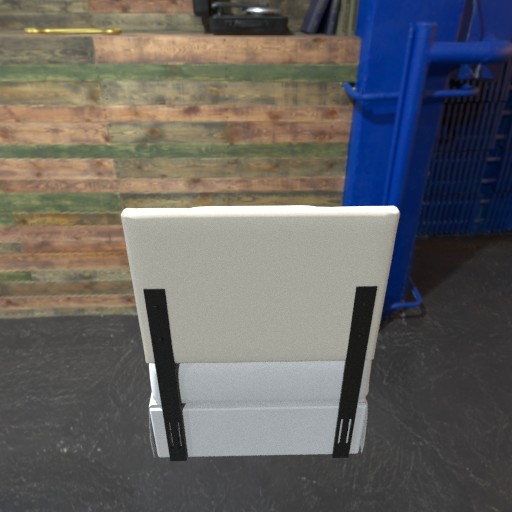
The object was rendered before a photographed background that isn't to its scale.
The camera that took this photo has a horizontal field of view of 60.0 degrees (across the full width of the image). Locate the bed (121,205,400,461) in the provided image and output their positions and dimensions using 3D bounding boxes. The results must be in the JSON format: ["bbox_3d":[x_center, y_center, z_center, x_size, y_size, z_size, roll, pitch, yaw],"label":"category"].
[{"bbox_3d":[0.000,0.000,3.018,1.261,1.571,1.997,-1,31,-1],"label":"bed"}]
